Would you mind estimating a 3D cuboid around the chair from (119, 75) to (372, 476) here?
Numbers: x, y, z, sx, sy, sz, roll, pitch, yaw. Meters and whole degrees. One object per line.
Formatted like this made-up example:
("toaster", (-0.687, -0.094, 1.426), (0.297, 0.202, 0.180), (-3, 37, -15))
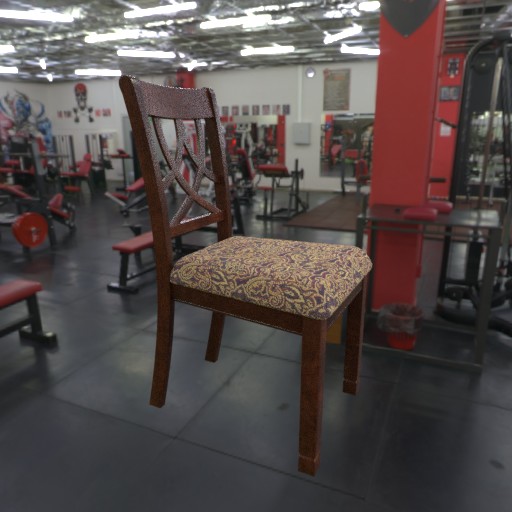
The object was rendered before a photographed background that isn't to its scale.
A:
("chair", (0.000, 0.000, 1.284), (0.584, 0.965, 0.457), (8, 18, 26))
